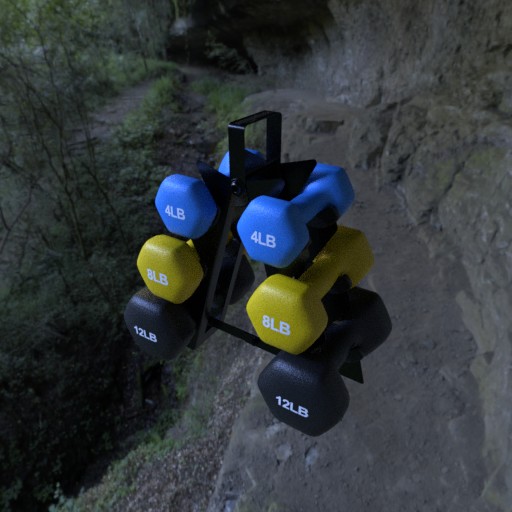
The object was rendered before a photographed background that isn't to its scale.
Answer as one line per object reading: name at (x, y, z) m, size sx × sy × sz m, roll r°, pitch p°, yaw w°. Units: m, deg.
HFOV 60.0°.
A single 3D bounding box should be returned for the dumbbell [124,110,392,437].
dumbbell at (0.000, 0.000, 0.693) m, size 0.409 × 0.426 × 0.255 m, roll 18°, pitch 35°, yaw 28°
